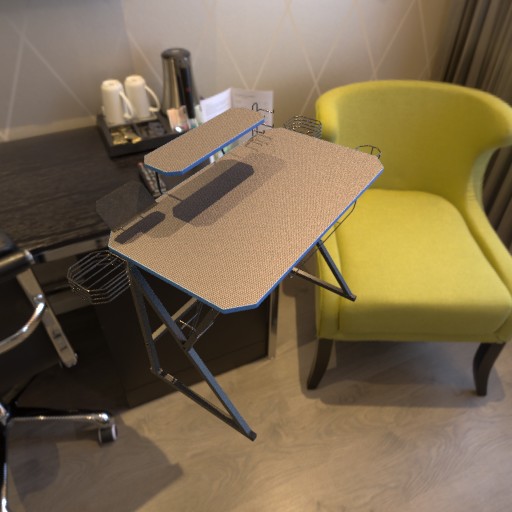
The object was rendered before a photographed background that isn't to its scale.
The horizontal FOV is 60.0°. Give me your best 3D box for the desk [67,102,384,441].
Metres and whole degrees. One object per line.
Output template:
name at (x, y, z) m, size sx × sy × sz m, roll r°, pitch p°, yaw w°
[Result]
desk at (0.000, 0.000, 1.747) m, size 0.594 × 0.909 × 1.295 m, roll 25°, pitch 47°, yaw 25°
